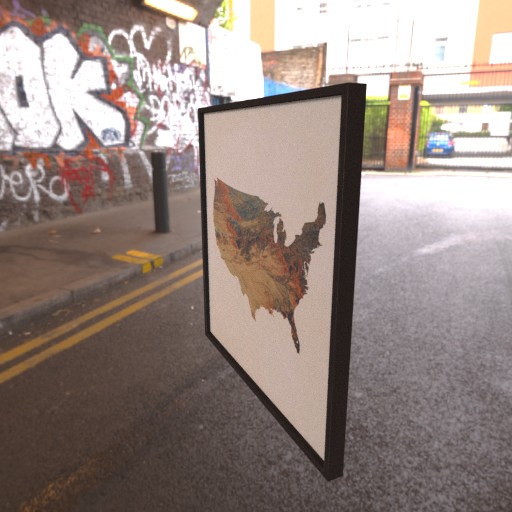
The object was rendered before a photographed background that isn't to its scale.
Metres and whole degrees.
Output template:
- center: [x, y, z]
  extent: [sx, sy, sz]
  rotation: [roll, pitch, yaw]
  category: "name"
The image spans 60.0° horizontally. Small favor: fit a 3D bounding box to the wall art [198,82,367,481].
- center: [0.000, 0.000, 1.142]
  extent: [0.038, 0.762, 0.762]
  rotation: [-7, 17, -24]
  category: "wall art"
